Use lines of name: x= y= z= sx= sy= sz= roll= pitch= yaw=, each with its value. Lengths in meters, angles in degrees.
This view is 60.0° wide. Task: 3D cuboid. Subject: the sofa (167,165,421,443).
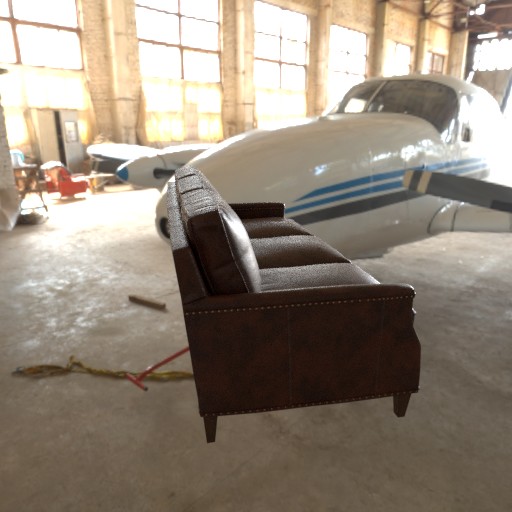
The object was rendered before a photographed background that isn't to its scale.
sofa: x=0.000 y=0.000 z=2.839 sx=1.084 sy=1.003 sz=2.240 roll=-3 pitch=17 yaw=-11
